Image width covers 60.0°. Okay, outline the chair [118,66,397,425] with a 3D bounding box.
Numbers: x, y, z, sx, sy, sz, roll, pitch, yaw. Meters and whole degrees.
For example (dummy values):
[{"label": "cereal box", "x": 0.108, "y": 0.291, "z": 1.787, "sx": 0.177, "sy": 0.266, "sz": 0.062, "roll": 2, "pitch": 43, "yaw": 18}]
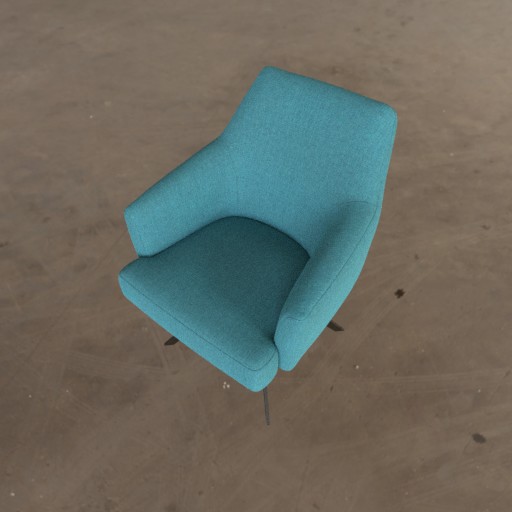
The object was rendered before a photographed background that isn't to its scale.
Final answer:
[{"label": "chair", "x": 0.000, "y": 0.000, "z": 1.367, "sx": 0.642, "sy": 0.874, "sz": 0.677, "roll": 30, "pitch": 53, "yaw": 26}]
